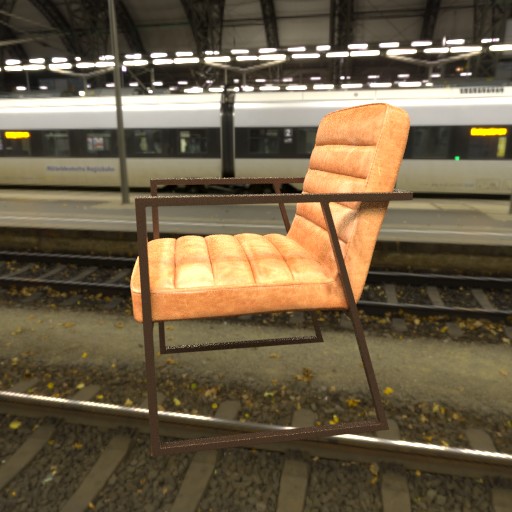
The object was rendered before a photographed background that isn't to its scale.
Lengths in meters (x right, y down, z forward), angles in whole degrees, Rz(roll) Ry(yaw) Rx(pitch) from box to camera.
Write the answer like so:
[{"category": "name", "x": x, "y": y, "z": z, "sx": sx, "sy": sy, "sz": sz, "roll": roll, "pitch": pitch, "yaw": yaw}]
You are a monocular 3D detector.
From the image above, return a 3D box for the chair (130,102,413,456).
[{"category": "chair", "x": 0.000, "y": 0.000, "z": 1.291, "sx": 0.677, "sy": 0.832, "sz": 0.571, "roll": -2, "pitch": 14, "yaw": -9}]
